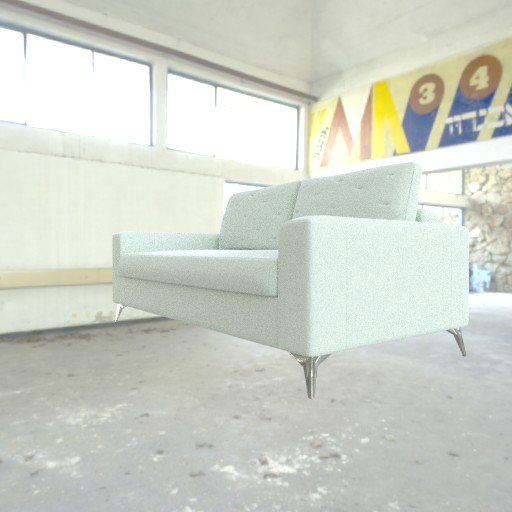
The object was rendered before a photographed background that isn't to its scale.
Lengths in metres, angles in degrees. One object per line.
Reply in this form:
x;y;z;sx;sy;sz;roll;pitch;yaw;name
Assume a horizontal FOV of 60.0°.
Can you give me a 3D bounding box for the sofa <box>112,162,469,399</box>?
0.000;0.000;2.152;0.920;0.790;1.650;-1;1;-37;sofa
